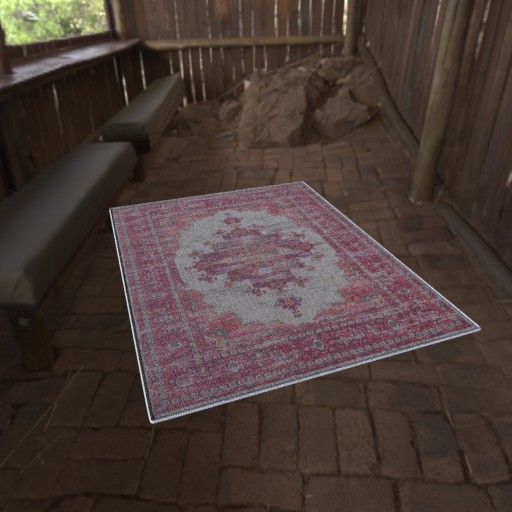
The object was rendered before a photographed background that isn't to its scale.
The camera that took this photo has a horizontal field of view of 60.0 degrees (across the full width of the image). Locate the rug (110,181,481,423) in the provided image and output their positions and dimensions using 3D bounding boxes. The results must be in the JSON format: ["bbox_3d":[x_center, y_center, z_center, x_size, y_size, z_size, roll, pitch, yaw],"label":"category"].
[{"bbox_3d":[0.000,0.000,4.188,2.447,0.017,3.123,-11,33,-17],"label":"rug"}]
